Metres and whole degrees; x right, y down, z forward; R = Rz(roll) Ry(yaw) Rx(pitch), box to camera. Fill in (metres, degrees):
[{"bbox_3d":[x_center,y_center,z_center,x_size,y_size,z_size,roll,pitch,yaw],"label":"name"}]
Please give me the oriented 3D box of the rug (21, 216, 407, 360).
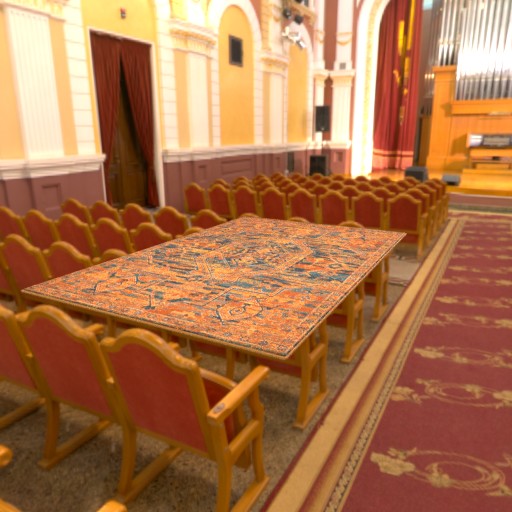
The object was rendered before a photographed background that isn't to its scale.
[{"bbox_3d":[0.000,0.000,1.084,0.557,0.008,0.863,8,18,27],"label":"rug"}]
